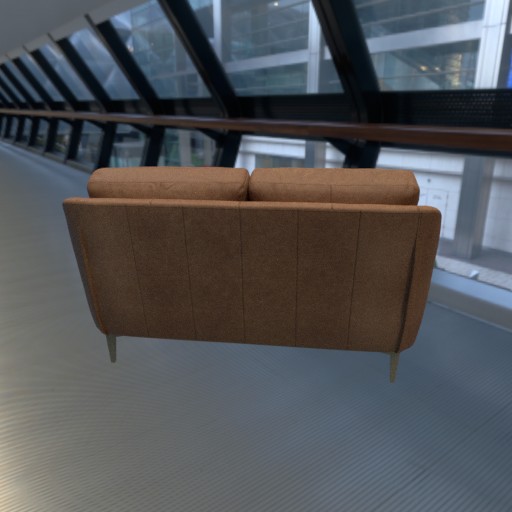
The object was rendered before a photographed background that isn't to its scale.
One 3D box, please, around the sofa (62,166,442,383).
[{"bbox_3d":[0.000,0.000,2.148,1.619,0.902,0.960,2,17,7],"label":"sofa"}]
